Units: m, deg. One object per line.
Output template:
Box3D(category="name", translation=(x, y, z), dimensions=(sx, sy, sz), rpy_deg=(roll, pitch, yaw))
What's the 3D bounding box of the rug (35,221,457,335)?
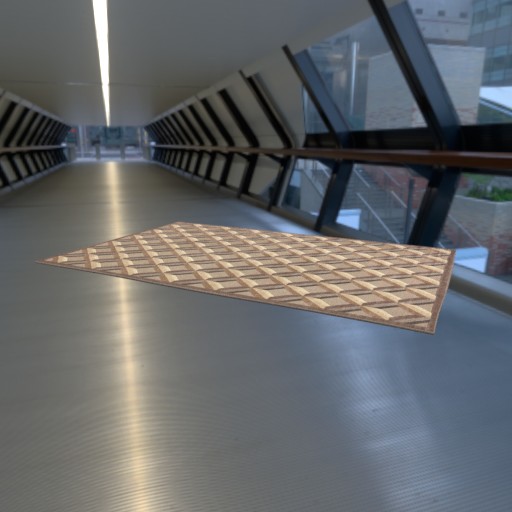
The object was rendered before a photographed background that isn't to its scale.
Box3D(category="rug", translation=(0.000, 0.000, 2.078), dimensions=(1.677, 0.011, 1.066), rpy_deg=(7, 17, 26))
